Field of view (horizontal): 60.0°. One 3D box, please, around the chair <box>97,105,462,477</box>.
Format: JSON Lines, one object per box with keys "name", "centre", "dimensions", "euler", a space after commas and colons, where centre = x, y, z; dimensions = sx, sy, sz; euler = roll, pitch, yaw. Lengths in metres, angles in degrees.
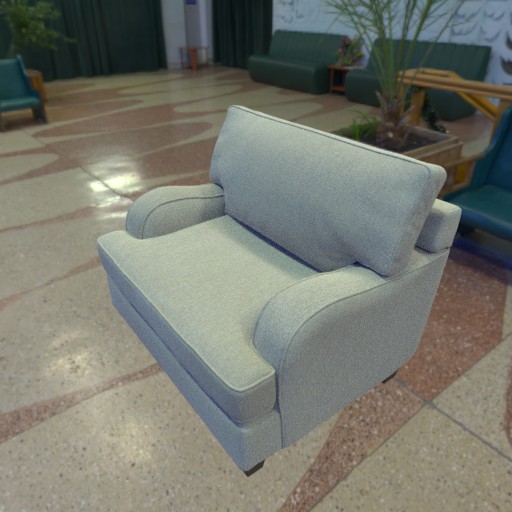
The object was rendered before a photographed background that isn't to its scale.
{"name": "chair", "centre": [0.000, 0.000, 1.929], "dimensions": [1.041, 1.016, 1.220], "euler": [-21, 36, -31]}
